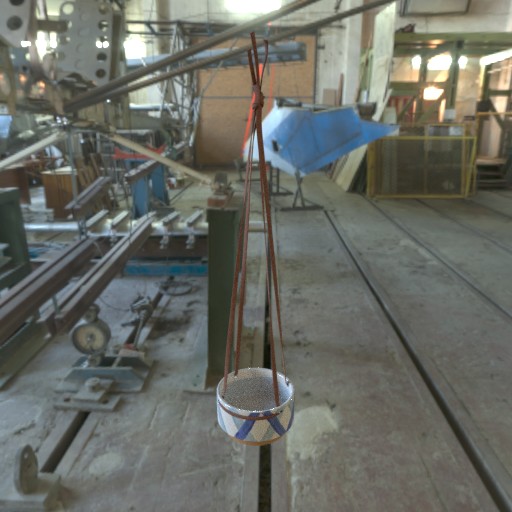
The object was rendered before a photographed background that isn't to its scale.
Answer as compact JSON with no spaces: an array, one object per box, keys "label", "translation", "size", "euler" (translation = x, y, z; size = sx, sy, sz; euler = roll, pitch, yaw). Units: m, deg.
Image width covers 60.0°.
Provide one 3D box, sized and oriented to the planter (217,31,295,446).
[{"label":"planter","translation":[0.000,0.000,0.837],"size":[0.166,0.751,0.166],"euler":[-16,23,-41]}]
